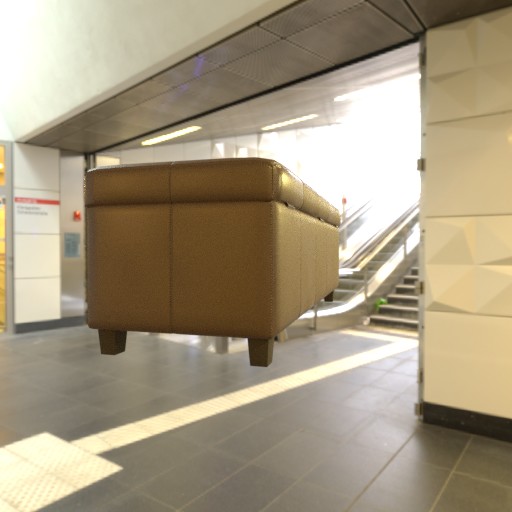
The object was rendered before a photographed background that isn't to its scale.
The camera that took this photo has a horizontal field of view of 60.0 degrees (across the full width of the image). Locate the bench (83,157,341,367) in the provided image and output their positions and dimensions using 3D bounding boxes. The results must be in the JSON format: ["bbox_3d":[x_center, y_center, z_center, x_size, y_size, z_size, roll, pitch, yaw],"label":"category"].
[{"bbox_3d":[0.000,0.000,1.468,0.450,0.417,1.219,0,1,16],"label":"bench"}]
